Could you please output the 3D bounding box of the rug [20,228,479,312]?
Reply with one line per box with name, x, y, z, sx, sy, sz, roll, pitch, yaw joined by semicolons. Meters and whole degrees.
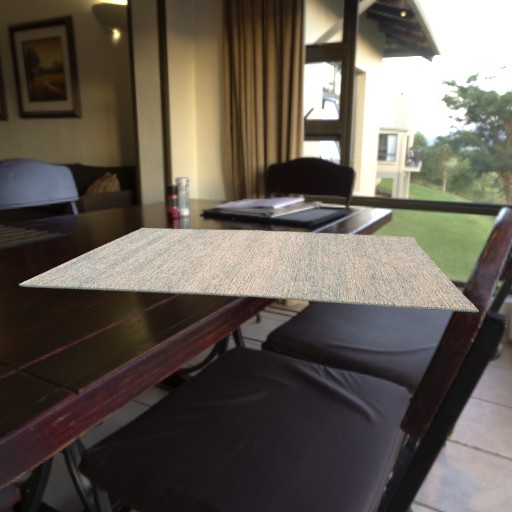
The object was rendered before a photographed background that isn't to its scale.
rug;0.000;0.000;2.949;2.306;0.030;1.613;2;15;9
